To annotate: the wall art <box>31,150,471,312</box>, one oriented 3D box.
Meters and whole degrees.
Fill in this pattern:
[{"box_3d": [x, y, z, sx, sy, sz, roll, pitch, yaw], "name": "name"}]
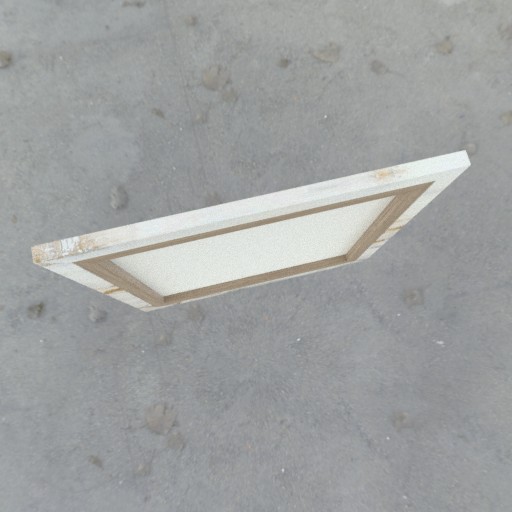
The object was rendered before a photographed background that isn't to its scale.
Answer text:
[{"box_3d": [0.000, 0.000, 1.499, 1.015, 1.018, 0.040, -13, 77, -3], "name": "wall art"}]
